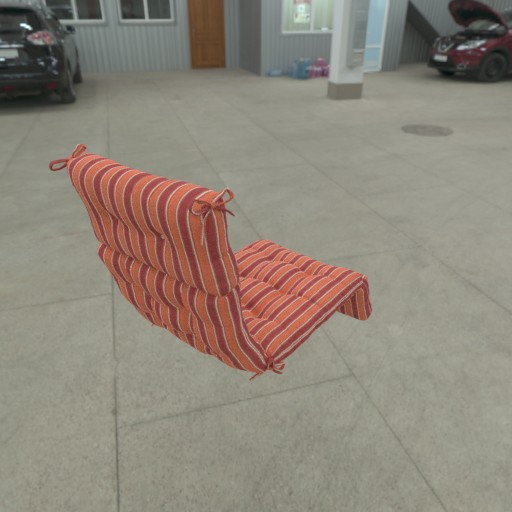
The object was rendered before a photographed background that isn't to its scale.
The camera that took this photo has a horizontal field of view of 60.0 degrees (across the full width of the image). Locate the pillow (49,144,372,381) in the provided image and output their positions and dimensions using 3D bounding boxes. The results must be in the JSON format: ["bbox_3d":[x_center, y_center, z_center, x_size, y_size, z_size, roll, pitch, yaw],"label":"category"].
[{"bbox_3d":[0.000,0.000,1.485,0.526,0.863,1.016,21,35,33],"label":"pillow"}]
